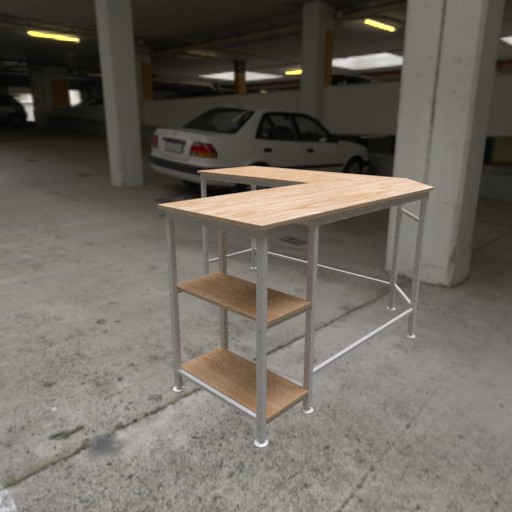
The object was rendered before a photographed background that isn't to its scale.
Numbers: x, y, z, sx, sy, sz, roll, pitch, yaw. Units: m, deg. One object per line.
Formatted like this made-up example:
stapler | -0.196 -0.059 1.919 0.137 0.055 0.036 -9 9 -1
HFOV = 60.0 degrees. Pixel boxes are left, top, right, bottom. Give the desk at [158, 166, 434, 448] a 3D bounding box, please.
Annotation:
desk | 0.000 0.000 2.253 1.379 0.739 1.379 15 22 42
